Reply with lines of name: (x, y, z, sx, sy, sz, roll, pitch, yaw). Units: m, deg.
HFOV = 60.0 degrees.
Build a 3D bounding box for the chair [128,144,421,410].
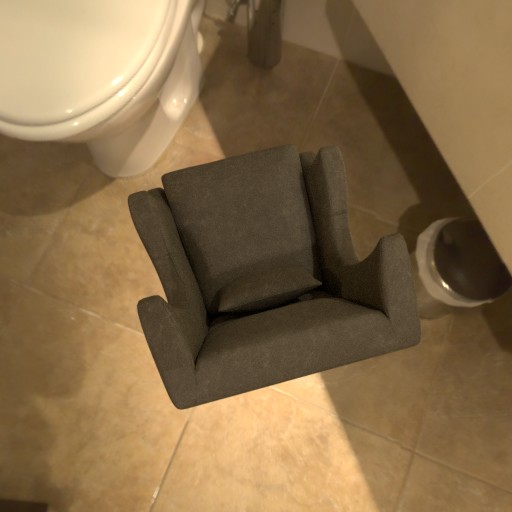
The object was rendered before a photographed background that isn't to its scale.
chair: (0.000, 0.000, 1.722, 0.853, 1.016, 0.926, -14, 76, -4)
